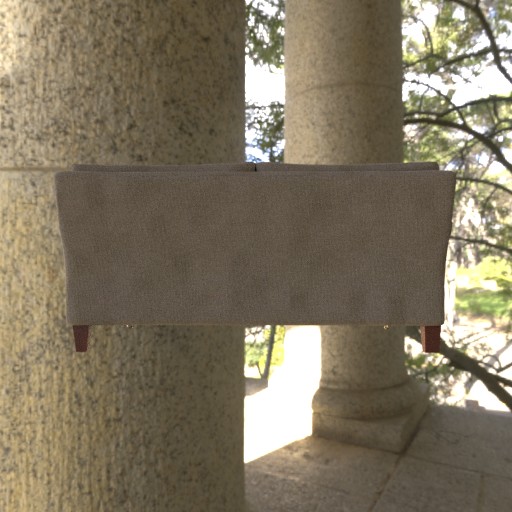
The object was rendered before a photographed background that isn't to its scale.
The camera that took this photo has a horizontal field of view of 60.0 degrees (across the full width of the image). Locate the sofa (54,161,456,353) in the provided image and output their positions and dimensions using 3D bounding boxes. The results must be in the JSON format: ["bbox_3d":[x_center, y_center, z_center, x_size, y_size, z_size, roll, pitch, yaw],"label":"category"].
[{"bbox_3d":[0.000,0.000,2.841,2.193,1.096,1.069,0,0,1],"label":"sofa"}]
